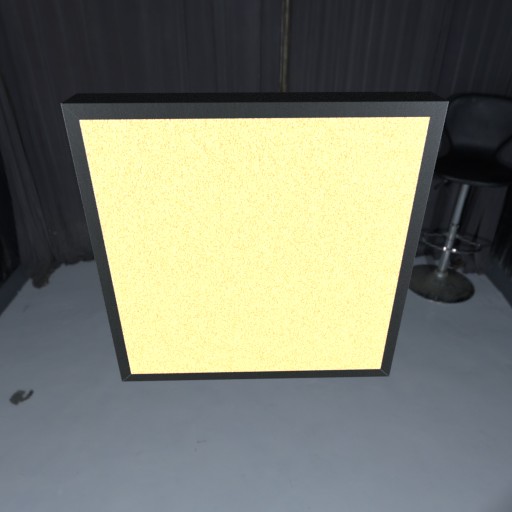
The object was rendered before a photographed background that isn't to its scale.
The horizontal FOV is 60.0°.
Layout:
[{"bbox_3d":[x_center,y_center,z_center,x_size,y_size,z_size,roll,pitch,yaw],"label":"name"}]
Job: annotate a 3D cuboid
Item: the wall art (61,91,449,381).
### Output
[{"bbox_3d":[0.000,0.000,0.441,0.304,0.304,0.038,-1,31,-1],"label":"wall art"}]
